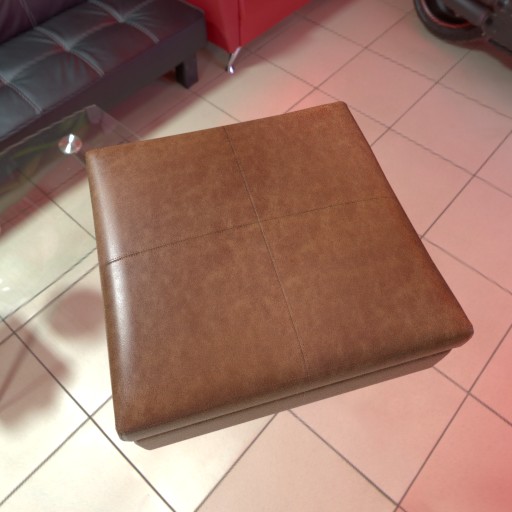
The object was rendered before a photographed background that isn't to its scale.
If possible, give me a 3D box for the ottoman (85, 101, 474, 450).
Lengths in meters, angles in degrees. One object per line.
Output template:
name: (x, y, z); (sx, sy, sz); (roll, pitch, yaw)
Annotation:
ottoman: (0.000, 0.000, 1.786); (1.169, 0.483, 1.168); (-14, 60, -8)
